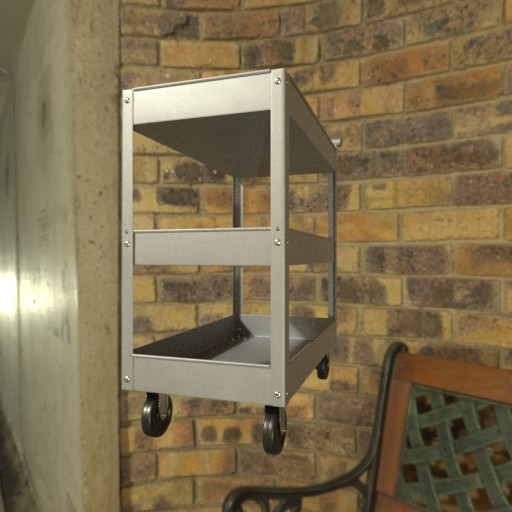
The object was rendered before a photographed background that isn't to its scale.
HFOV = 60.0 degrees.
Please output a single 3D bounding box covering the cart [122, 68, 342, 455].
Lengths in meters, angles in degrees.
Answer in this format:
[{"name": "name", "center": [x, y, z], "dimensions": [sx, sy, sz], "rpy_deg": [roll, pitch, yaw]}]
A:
[{"name": "cart", "center": [0.000, 0.000, 1.197], "dimensions": [0.366, 0.780, 0.719], "rpy_deg": [0, 0, 18]}]
